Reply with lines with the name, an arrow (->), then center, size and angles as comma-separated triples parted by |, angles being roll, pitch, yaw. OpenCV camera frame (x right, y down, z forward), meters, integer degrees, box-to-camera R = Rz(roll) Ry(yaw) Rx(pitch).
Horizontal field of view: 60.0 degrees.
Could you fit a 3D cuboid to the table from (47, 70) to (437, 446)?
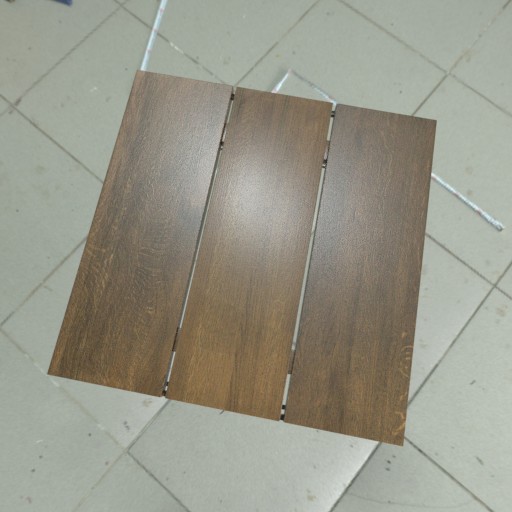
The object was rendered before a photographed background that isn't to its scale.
table -> 0.000, 0.000, 1.396 | 0.900, 0.400, 0.900 | 11, 76, 3
